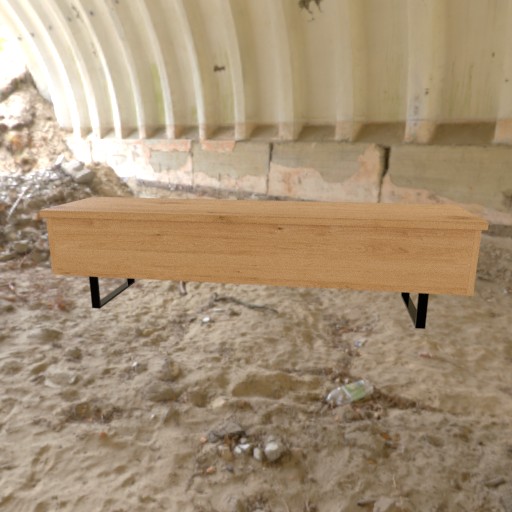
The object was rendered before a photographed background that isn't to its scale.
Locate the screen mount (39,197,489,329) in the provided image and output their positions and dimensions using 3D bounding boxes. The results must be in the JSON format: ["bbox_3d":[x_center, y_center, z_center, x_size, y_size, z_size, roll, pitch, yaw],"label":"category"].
[{"bbox_3d":[0.000,0.000,1.929,1.700,0.430,0.450,2,15,9],"label":"screen mount"}]
